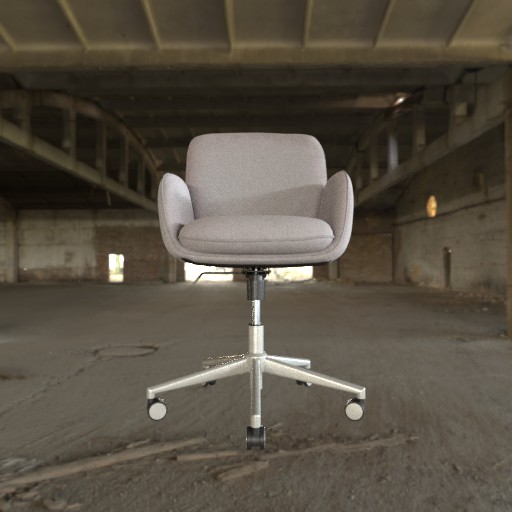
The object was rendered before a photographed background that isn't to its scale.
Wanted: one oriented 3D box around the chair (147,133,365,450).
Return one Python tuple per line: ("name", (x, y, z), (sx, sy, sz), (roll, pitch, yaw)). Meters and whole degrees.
("chair", (0.000, 0.000, 1.396), (0.648, 0.959, 0.654), (0, -1, 0))
